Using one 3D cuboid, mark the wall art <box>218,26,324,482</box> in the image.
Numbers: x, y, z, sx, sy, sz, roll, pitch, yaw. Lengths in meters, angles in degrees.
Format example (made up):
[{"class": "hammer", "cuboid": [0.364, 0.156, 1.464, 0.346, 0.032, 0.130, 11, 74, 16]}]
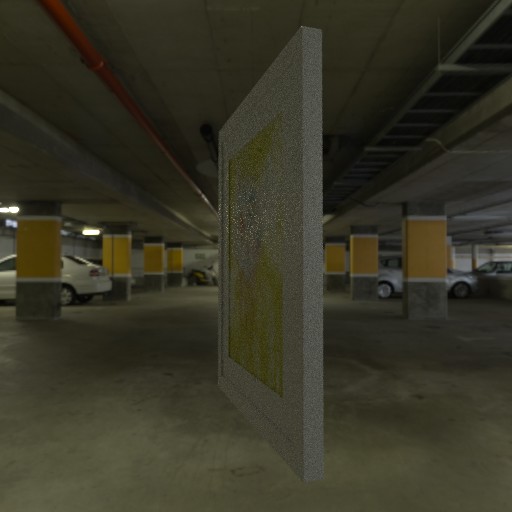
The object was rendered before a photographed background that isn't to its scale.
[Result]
[{"class": "wall art", "cuboid": [0.000, 0.000, 0.758, 0.028, 0.556, 0.454, 0, -2, -18]}]
